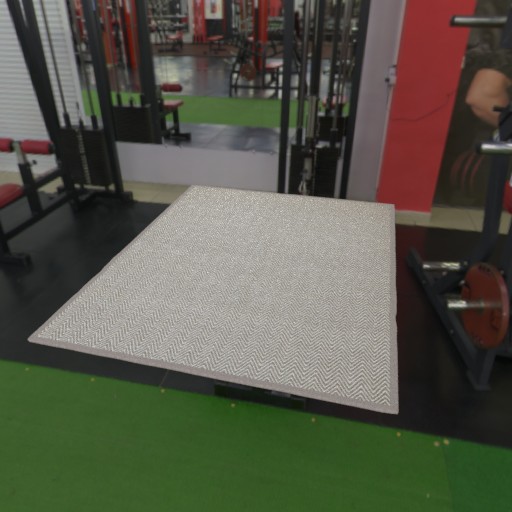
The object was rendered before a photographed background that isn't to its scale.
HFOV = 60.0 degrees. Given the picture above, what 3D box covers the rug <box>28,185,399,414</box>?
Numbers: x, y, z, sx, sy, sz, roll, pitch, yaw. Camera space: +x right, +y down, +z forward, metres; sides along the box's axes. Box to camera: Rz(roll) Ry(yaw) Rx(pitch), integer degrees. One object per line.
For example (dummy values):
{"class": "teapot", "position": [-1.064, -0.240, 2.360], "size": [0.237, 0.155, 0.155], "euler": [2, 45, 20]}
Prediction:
{"class": "rug", "position": [0.000, 0.000, 3.994], "size": [2.434, 0.032, 3.007], "euler": [8, 31, 13]}
